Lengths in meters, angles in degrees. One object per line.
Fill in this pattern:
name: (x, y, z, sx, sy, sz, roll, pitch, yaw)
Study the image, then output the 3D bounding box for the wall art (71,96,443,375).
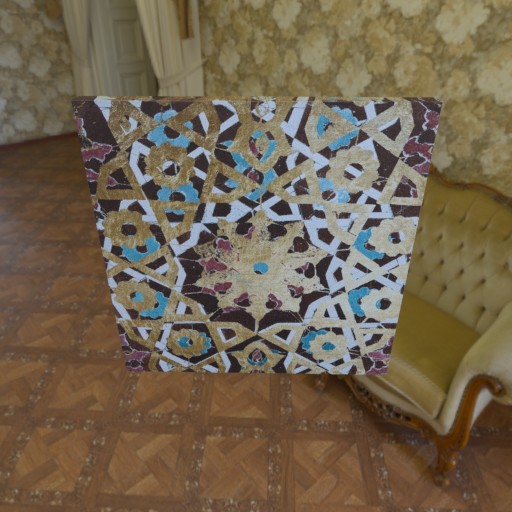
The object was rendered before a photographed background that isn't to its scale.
wall art: (0.000, 0.000, 0.899, 0.609, 0.613, 0.041, 1, 31, 1)
